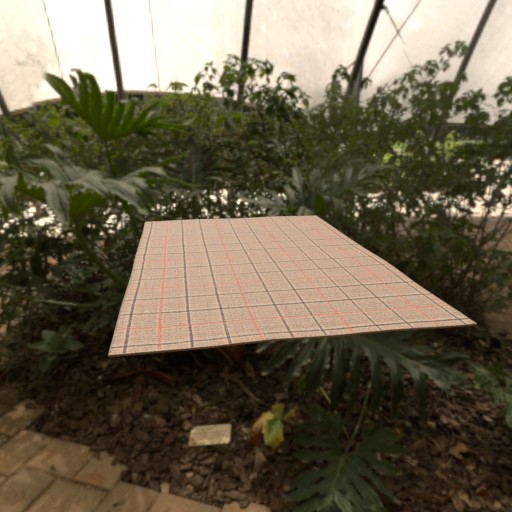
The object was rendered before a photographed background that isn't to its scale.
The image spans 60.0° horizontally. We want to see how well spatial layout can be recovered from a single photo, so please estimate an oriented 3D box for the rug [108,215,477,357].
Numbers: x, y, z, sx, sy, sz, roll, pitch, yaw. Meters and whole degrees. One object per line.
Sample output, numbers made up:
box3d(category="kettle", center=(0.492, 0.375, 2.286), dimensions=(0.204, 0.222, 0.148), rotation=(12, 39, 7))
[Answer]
box3d(category="rug", center=(0.000, 0.000, 2.282), dimensions=(1.220, 0.013, 1.829), rotation=(-3, 17, -10))
